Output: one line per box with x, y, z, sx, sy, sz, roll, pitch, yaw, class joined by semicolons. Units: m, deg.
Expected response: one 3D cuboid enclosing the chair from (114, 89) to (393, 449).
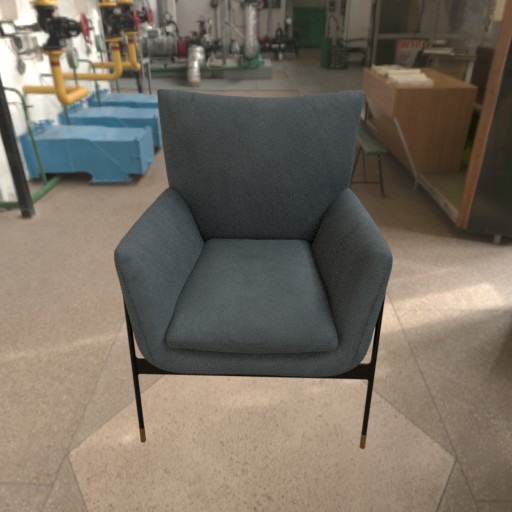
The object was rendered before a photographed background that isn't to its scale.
0.000;0.000;1.354;0.678;0.858;0.709;1;30;2;chair
